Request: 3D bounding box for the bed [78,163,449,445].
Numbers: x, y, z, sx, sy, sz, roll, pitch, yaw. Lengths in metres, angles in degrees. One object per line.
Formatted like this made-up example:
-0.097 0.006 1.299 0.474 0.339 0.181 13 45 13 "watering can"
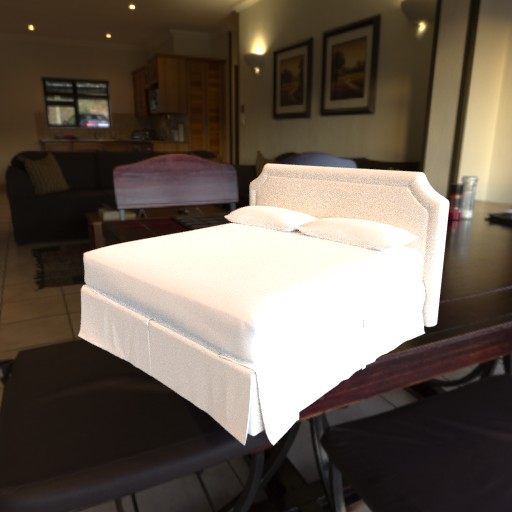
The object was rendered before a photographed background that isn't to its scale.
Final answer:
0.000 0.000 3.561 2.160 1.301 2.204 14 21 42 "bed"
